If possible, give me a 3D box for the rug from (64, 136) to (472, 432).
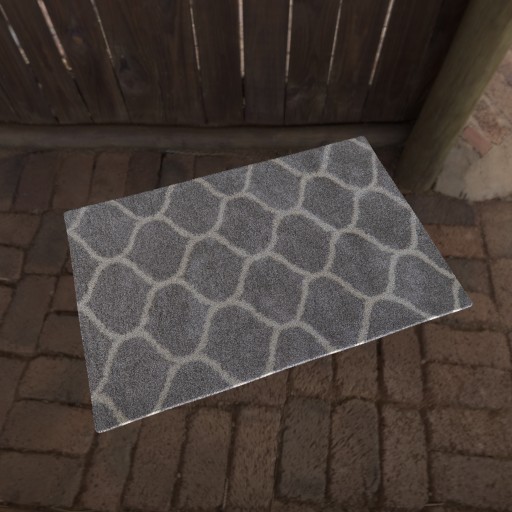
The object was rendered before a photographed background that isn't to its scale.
[{"bbox_3d":[0.000,0.000,3.404,2.701,0.026,1.801,-16,60,-10],"label":"rug"}]
